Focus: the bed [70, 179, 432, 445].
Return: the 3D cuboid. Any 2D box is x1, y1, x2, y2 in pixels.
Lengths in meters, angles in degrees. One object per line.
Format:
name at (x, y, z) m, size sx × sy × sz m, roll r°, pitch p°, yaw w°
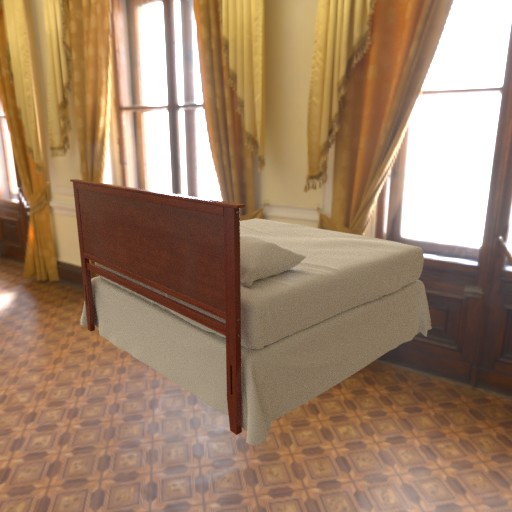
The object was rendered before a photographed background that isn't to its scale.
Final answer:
bed at (0.000, 0.000, 3.700) m, size 2.219 × 1.271 × 2.314 m, roll -13°, pitch 20°, yaw -42°
